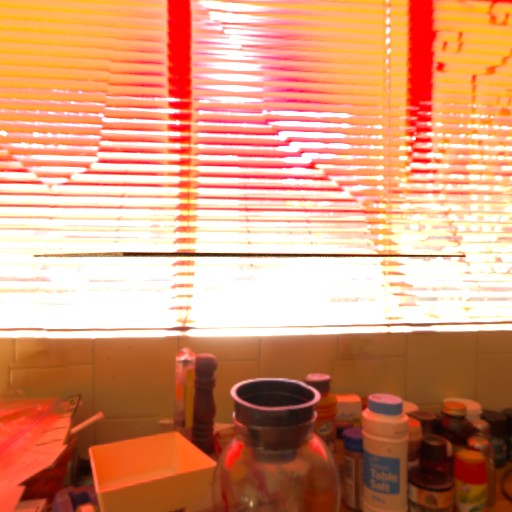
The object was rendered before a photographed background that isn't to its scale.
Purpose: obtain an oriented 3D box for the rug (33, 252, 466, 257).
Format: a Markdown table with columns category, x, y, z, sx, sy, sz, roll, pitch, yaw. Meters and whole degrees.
| category | x | y | z | sx | sy | sz | roll | pitch | yaw |
| --- | --- | --- | --- | --- | --- | --- | --- | --- | --- |
| rug | 0.000 | 0.000 | 2.234 | 1.819 | 0.012 | 1.208 | 0 | 0 | -37 |
